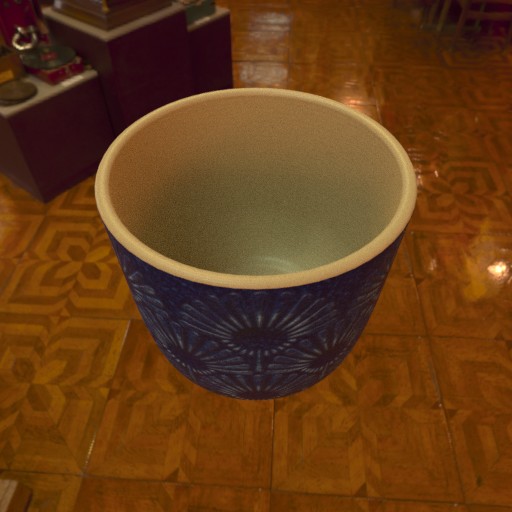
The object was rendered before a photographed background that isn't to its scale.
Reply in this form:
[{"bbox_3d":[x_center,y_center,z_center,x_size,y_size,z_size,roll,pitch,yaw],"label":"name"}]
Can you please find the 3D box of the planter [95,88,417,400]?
[{"bbox_3d":[0.000,0.000,0.214,0.124,0.109,0.124,0,48,0],"label":"planter"}]
